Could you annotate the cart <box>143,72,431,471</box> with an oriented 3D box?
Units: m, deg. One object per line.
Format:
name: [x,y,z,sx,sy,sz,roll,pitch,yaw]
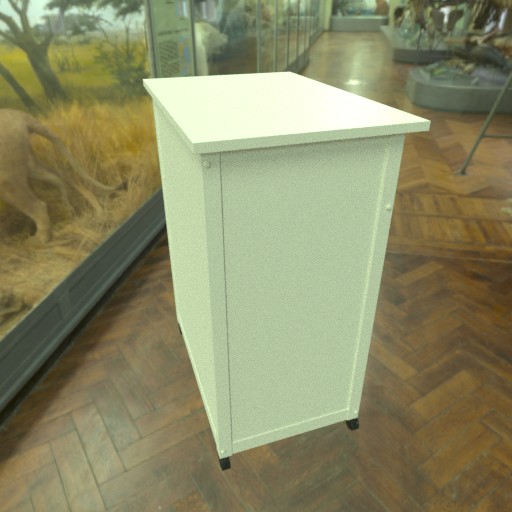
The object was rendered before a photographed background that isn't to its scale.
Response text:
cart: [0.000,0.000,1.245,0.442,0.864,0.683,-10,32,-16]
